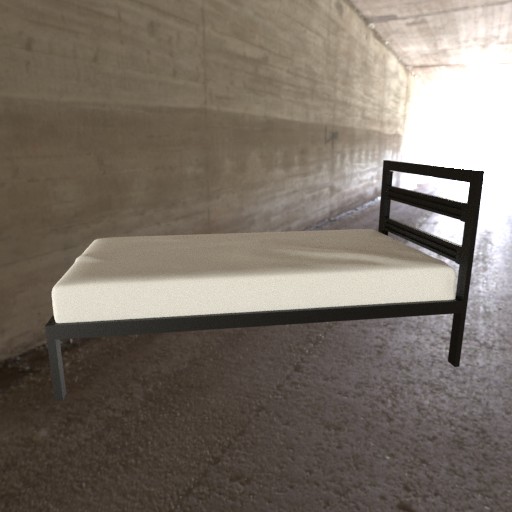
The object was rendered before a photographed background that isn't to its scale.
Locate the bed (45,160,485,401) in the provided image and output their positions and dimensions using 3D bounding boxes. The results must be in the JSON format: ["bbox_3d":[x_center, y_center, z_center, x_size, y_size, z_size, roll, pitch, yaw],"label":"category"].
[{"bbox_3d":[0.000,0.000,2.425,1.930,0.967,0.991,-2,15,-9],"label":"bed"}]
